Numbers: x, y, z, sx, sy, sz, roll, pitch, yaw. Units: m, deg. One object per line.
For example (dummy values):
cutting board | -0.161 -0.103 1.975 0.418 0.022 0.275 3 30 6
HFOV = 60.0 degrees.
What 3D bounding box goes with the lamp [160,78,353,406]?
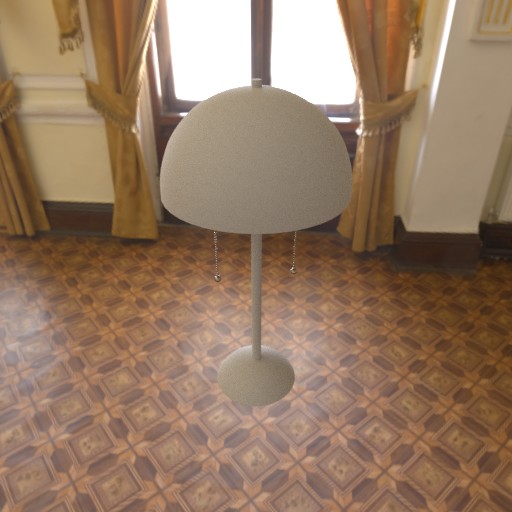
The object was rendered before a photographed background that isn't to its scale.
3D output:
lamp | 0.000 0.000 0.440 0.171 0.330 0.171 0 31 0
